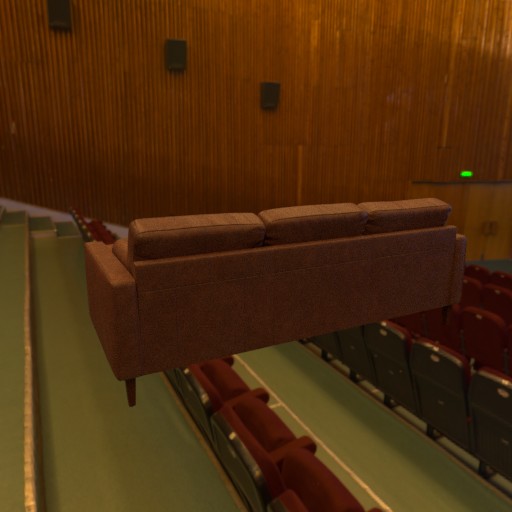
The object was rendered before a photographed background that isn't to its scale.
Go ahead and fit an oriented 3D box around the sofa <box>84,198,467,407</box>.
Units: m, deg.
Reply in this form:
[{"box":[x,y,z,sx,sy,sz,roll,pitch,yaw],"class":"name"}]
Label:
[{"box":[0.000,0.000,3.014,2.185,0.841,1.613,-7,16,-26],"class":"sofa"}]
